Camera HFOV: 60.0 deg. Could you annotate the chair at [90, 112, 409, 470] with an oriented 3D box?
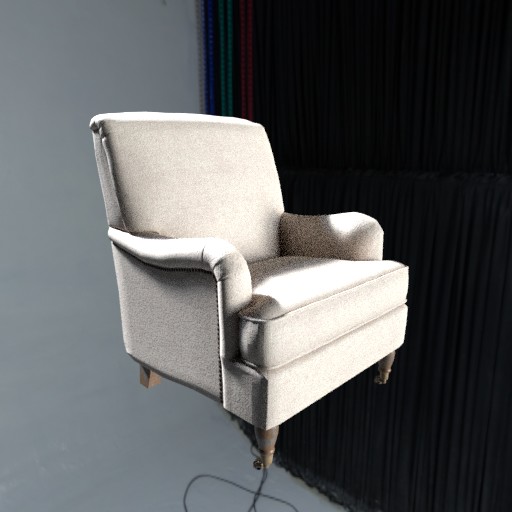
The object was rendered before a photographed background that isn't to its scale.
[{"bbox_3d":[0.000,0.000,1.768,0.953,1.119,0.879,13,19,43],"label":"chair"}]
